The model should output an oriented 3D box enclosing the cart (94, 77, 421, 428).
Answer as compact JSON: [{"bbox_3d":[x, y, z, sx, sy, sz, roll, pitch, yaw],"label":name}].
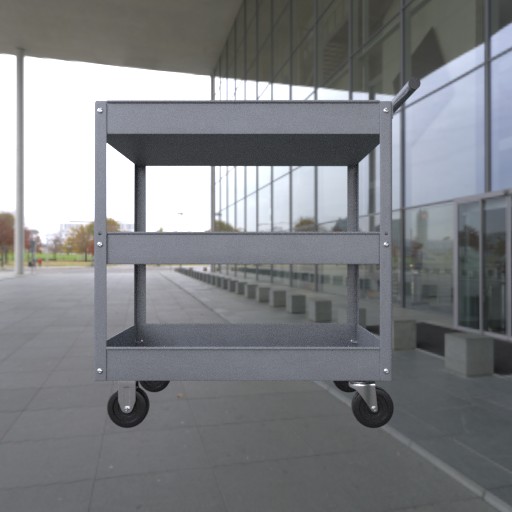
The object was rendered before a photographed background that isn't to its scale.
[{"bbox_3d":[0.000,0.000,1.149,0.719,0.780,0.366,0,0,0],"label":"cart"}]
